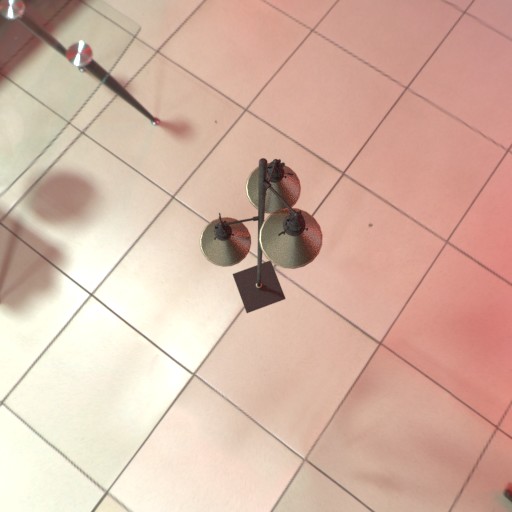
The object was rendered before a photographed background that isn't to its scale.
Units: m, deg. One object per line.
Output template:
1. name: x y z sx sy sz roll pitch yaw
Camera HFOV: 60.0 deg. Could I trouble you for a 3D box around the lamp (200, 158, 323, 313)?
1. lamp: 0.000 0.000 1.917 0.415 1.716 0.428 -20 77 -5
